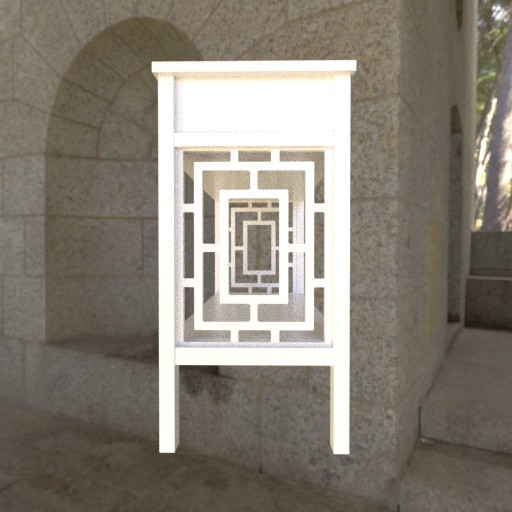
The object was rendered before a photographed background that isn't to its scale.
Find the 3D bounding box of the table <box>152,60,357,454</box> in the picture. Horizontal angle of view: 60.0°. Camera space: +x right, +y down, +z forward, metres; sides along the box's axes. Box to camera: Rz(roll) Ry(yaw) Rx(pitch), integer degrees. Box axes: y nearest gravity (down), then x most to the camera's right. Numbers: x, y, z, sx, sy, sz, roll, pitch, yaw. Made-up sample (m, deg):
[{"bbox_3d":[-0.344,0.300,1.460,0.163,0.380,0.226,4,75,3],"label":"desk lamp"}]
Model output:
[{"bbox_3d":[0.000,0.000,1.374,0.397,0.753,1.068,0,1,1],"label":"table"}]
